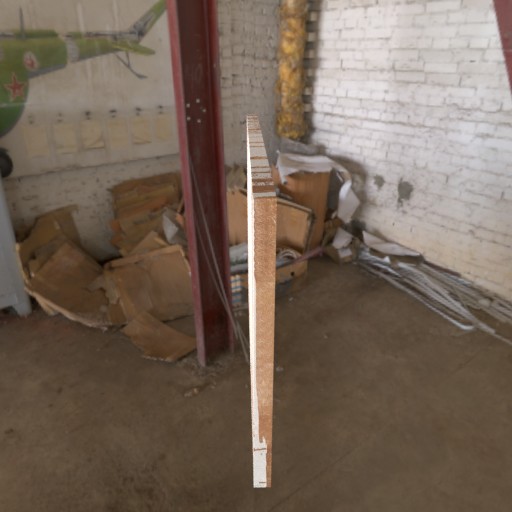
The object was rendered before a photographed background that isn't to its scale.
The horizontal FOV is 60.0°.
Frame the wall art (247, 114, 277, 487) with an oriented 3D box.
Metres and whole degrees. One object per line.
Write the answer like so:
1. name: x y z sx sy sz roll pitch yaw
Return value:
1. wall art: 0.000 0.000 1.183 0.035 0.609 0.914 -1 25 -1
